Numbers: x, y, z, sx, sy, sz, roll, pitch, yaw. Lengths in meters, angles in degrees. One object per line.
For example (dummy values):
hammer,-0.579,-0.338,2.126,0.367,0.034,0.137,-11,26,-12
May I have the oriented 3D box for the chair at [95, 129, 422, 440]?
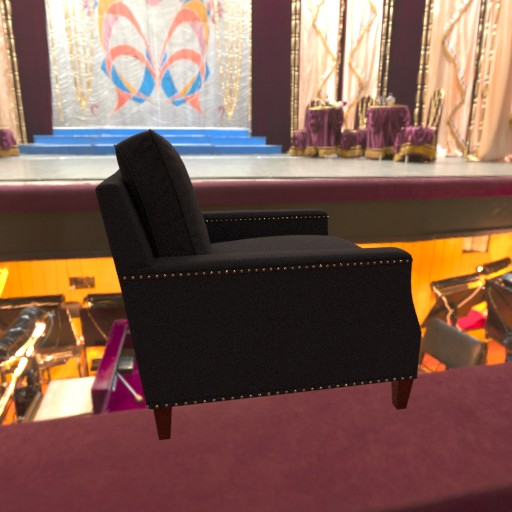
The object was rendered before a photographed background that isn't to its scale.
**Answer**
chair,0.000,0.000,1.718,1.014,0.943,0.853,-3,16,-11
